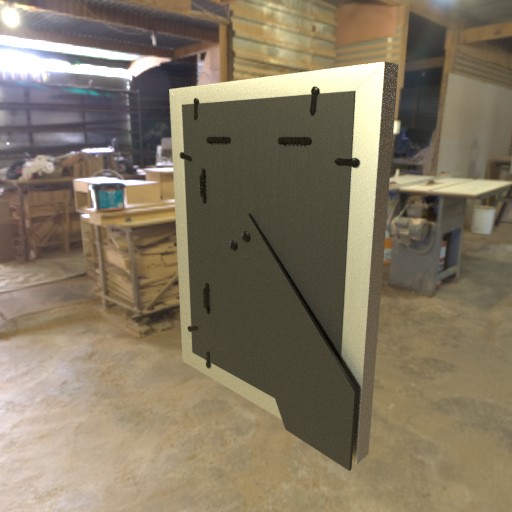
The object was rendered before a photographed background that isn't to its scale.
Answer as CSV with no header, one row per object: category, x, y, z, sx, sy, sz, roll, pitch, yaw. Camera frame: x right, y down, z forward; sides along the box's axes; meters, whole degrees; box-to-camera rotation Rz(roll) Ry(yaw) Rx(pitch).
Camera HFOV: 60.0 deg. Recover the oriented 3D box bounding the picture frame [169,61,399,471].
picture frame,0.000,0.000,0.517,0.036,0.386,0.307,-14,21,-43
